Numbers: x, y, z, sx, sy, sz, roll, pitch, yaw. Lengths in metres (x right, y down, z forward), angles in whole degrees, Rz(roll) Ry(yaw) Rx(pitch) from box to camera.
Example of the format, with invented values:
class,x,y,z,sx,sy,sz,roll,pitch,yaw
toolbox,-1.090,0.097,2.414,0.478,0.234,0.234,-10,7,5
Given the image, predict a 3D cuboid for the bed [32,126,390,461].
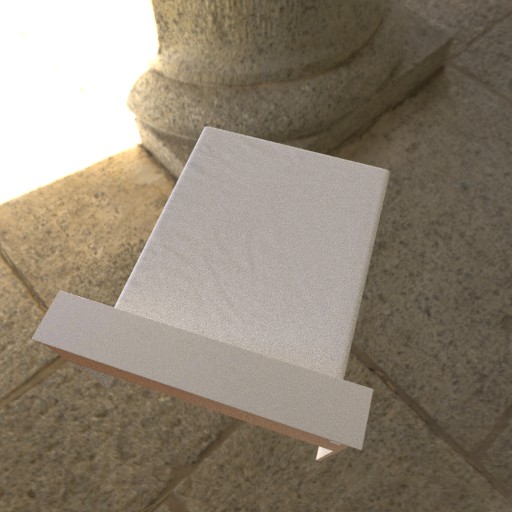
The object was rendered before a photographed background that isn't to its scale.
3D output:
class,x,y,z,sx,sy,sz,roll,pitch,yaw
bed,0.000,0.000,3.051,1.671,1.092,2.133,16,63,8
